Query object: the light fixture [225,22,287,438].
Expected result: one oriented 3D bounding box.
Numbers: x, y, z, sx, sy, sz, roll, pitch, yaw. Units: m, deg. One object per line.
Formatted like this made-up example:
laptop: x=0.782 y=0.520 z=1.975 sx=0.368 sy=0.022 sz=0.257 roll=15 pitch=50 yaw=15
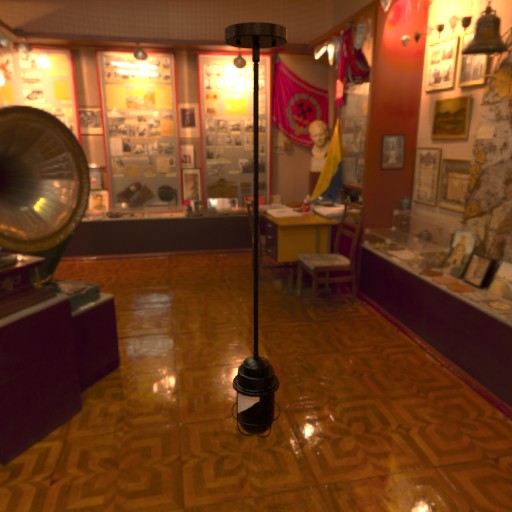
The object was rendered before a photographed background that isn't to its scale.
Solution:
light fixture: x=0.000 y=0.000 z=0.990 sx=0.123 sy=0.920 sz=0.123 roll=-2 pitch=15 yaw=-9
